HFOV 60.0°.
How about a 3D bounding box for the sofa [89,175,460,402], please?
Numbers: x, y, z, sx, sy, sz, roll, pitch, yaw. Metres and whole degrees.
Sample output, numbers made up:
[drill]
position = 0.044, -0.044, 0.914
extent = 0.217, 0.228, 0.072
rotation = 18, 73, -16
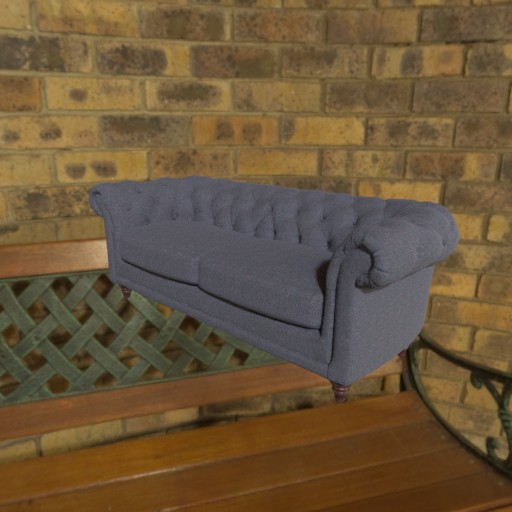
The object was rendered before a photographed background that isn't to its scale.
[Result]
[sofa]
position = 0.000, 0.000, 2.799
extent = 2.335, 0.836, 1.046
rotation = 15, 22, 42
